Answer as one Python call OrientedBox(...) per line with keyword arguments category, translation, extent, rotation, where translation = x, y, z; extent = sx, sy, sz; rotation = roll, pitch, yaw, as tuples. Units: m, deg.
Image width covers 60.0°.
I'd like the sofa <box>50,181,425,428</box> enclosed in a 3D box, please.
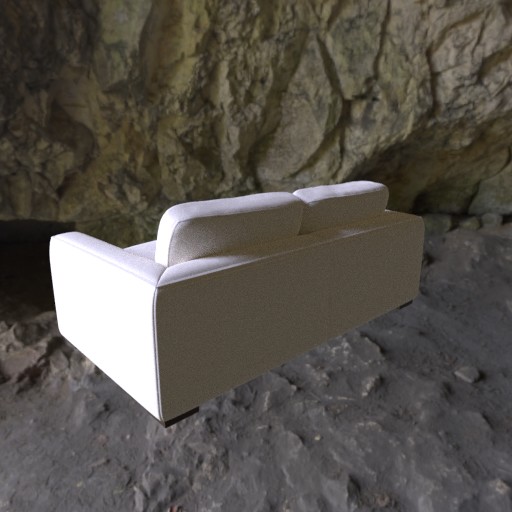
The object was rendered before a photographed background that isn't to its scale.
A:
OrientedBox(category="sofa", translation=(0.000, 0.000, 2.515), extent=(1.920, 0.801, 1.069), rotation=(-14, 21, -41))
